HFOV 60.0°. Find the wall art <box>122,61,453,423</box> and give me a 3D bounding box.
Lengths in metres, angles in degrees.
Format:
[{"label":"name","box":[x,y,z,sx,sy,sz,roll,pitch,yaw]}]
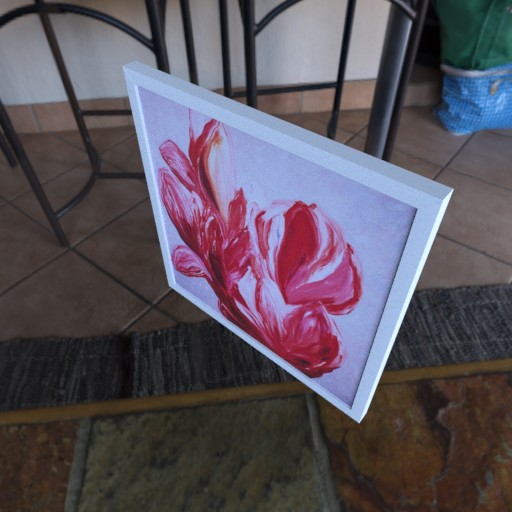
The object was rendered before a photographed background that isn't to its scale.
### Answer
[{"label":"wall art","box":[0.000,0.000,0.664,0.455,0.453,0.023,31,53,27]}]
